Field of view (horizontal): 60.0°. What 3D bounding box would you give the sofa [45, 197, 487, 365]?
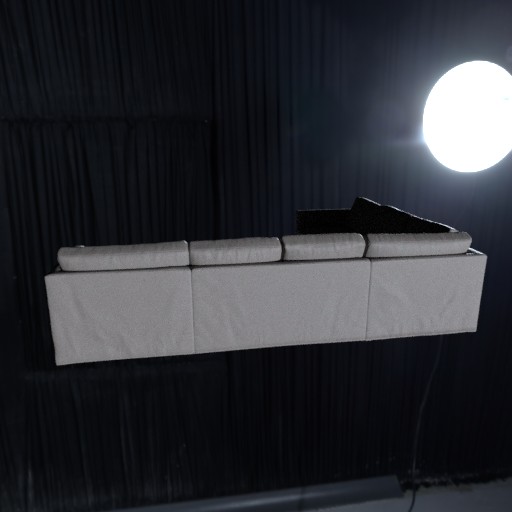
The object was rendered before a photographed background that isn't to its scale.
[{"bbox_3d":[0.000,0.000,4.567,3.460,0.882,2.427,-3,16,-9],"label":"sofa"}]
